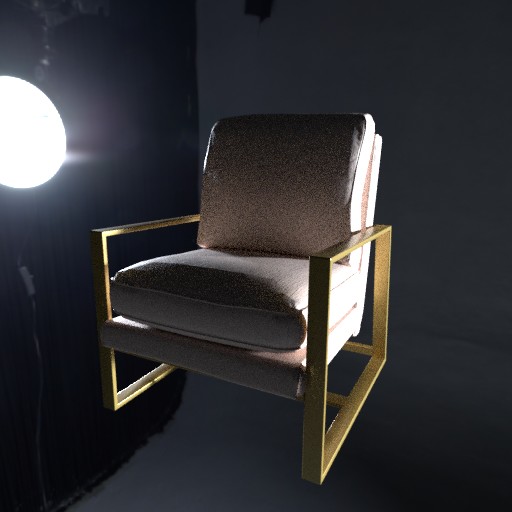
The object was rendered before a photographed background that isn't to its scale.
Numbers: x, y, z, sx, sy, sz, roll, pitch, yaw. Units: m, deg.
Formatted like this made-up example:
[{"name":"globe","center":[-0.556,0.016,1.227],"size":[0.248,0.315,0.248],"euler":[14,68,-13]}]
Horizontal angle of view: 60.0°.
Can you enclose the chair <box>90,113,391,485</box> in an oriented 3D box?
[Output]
[{"name":"chair","center":[0.000,0.000,1.499],"size":[0.758,0.956,0.813],"euler":[7,15,27]}]
